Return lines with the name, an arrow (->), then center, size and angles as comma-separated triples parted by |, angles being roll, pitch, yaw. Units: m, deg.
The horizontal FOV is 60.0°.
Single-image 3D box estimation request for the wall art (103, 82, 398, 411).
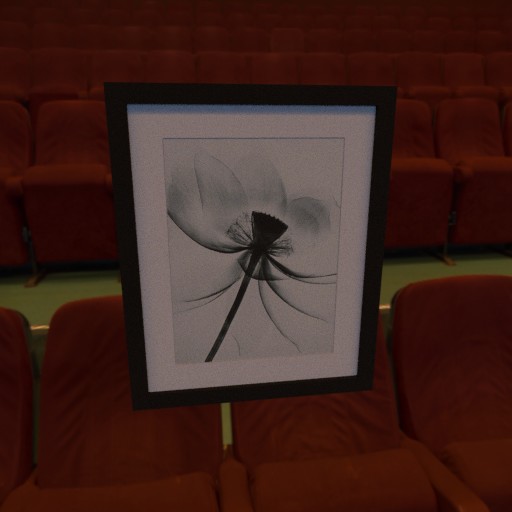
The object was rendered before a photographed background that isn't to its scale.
wall art -> 0.000, 0.000, 0.773 | 0.457, 0.559, 0.029 | -2, 16, -8
